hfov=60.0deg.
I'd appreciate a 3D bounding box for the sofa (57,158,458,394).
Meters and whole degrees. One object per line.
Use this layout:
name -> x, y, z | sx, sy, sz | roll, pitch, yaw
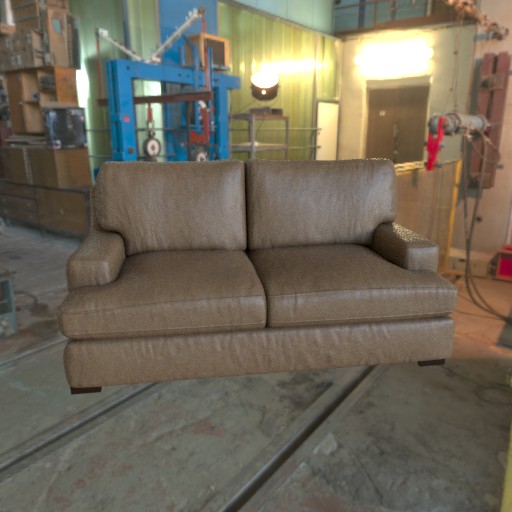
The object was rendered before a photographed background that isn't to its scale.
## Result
sofa -> 0.000, 0.000, 2.367 | 1.855, 0.980, 0.962 | -2, 16, -8
